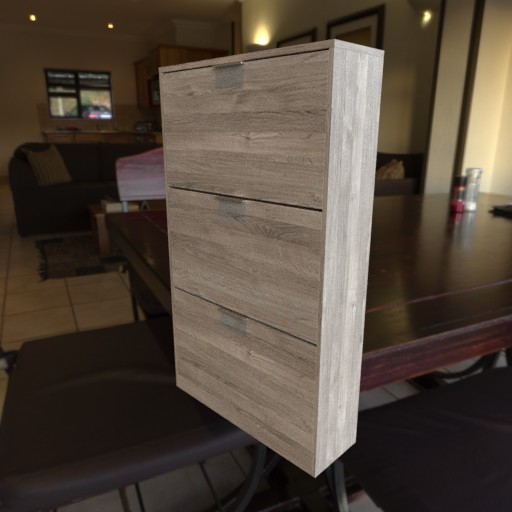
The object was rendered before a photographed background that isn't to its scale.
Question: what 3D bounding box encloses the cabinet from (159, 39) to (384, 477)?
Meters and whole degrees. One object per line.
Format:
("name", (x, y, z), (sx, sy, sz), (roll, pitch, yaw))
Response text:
("cabinet", (0.000, 0.000, 1.569), (0.750, 1.280, 0.250), (15, 22, 42))
